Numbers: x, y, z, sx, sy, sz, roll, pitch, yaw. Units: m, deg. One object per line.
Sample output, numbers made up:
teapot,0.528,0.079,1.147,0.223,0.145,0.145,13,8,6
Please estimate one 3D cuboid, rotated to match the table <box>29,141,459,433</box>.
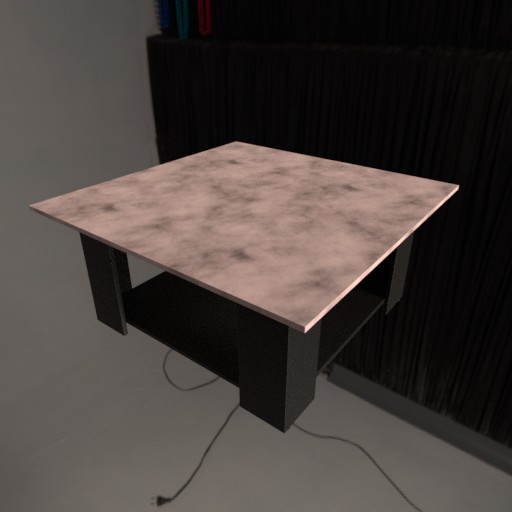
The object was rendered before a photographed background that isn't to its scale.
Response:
table,0.000,0.000,1.042,0.670,0.305,0.670,20,34,32
